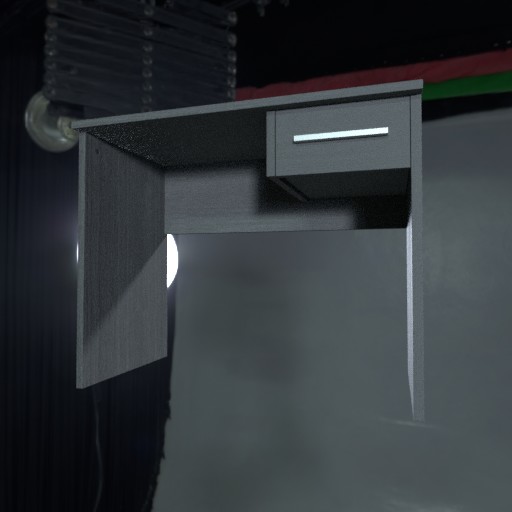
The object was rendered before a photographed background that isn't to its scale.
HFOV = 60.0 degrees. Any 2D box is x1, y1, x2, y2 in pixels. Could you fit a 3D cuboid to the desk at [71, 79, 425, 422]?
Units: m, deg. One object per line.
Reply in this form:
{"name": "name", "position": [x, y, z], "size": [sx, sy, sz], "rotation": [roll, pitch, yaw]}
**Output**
{"name": "desk", "position": [0.000, 0.000, 1.294], "size": [0.893, 0.724, 0.498], "rotation": [-1, -2, 18]}
